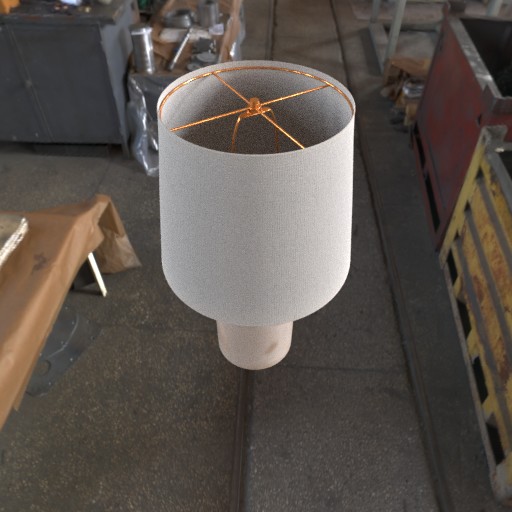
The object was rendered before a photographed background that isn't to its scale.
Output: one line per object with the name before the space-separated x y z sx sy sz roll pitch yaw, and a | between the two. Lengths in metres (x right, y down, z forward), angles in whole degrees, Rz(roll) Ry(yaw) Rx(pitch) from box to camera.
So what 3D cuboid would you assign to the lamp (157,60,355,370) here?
lamp | 0.000 0.000 0.458 0.189 0.340 0.189 0 46 0
